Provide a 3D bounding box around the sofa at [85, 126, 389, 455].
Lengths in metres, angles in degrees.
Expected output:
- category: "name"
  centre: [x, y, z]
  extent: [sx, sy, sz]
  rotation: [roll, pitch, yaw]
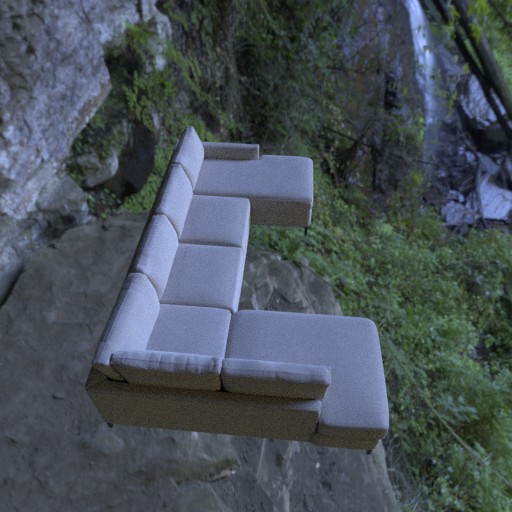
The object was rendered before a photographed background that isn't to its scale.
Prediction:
- category: "sofa"
  centre: [0.000, 0.000, 3.899]
  extent: [1.989, 0.862, 2.984]
  rotation: [4, 47, 3]
